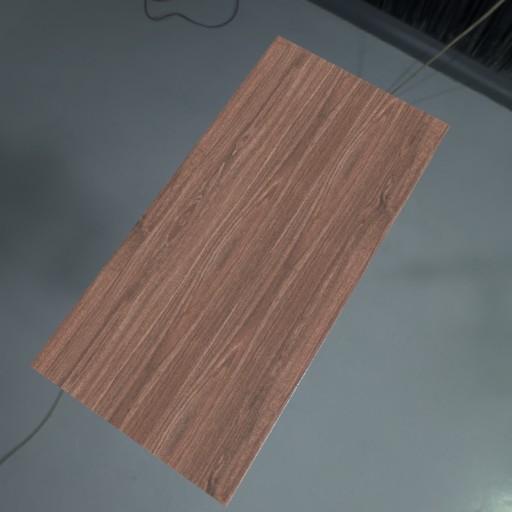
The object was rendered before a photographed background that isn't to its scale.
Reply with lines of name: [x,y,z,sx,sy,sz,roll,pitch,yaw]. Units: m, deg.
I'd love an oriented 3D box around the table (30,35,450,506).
table: [0.000,0.000,1.412,0.600,0.400,1.200,32,77,8]
